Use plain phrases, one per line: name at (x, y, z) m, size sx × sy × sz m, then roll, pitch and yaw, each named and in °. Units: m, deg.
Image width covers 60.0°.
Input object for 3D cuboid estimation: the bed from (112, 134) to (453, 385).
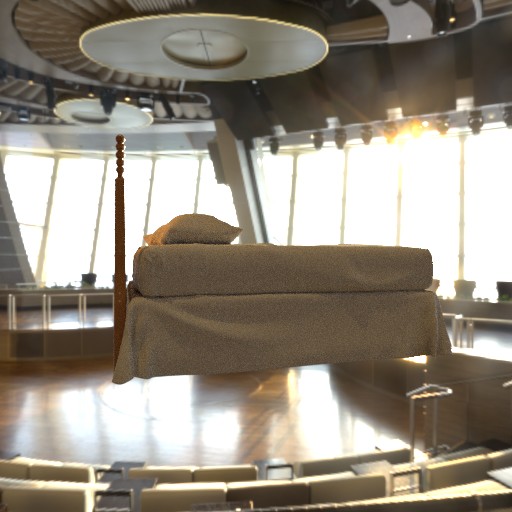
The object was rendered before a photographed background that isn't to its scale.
bed at (0.000, 0.000, 3.682) m, size 2.219 × 1.355 × 2.322 m, roll 0°, pitch 0°, yaw -16°
